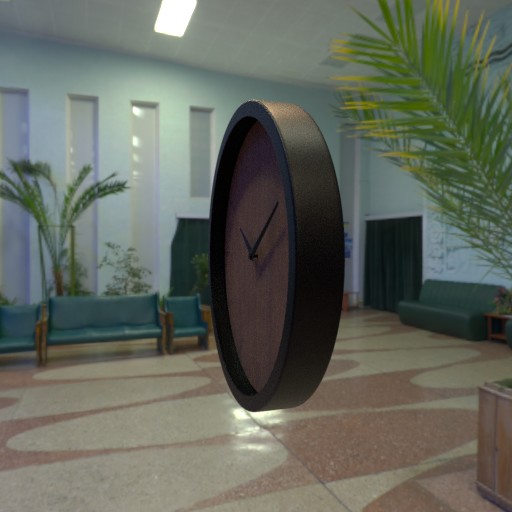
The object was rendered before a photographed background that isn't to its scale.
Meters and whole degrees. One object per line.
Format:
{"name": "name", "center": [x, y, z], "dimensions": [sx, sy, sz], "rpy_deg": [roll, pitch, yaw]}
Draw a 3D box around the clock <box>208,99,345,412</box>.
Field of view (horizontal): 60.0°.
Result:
{"name": "clock", "center": [0.000, 0.000, 0.474], "dimensions": [0.040, 0.314, 0.314], "rpy_deg": [0, 1, -18]}
